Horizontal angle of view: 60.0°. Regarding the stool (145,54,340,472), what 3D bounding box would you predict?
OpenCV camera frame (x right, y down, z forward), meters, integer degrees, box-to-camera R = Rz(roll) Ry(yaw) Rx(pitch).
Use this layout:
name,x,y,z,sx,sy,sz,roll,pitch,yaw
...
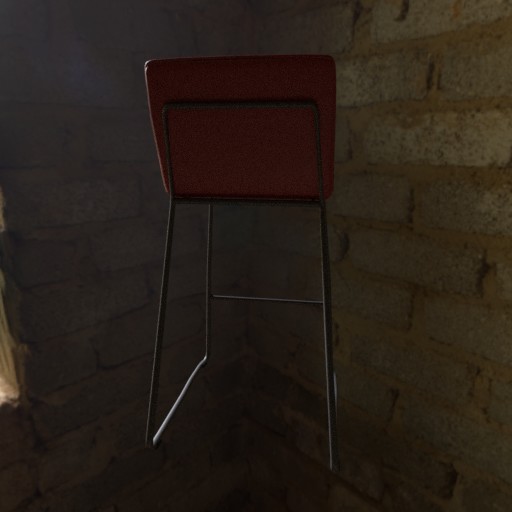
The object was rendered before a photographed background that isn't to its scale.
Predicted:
name,x,y,z,sx,sy,sz,roll,pitch,yaw
stool,0.000,0.000,1.213,0.489,0.937,0.524,2,15,9
